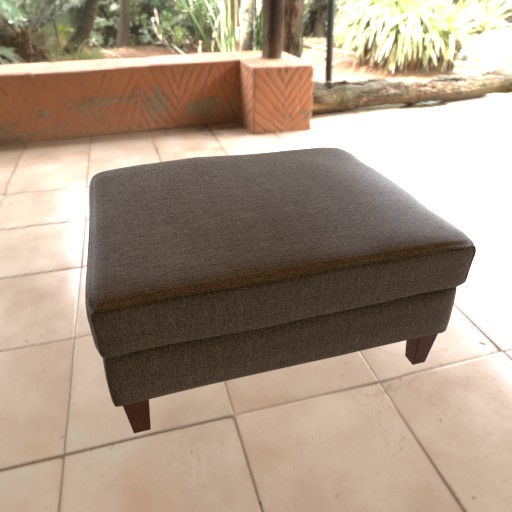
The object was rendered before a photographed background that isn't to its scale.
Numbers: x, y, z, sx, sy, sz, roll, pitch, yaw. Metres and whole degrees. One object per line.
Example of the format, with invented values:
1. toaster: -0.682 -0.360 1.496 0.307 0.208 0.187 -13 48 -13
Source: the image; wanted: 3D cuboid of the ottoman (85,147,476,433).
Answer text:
1. ottoman: 0.000 0.000 1.468 0.994 0.492 0.839 -9 33 -14
